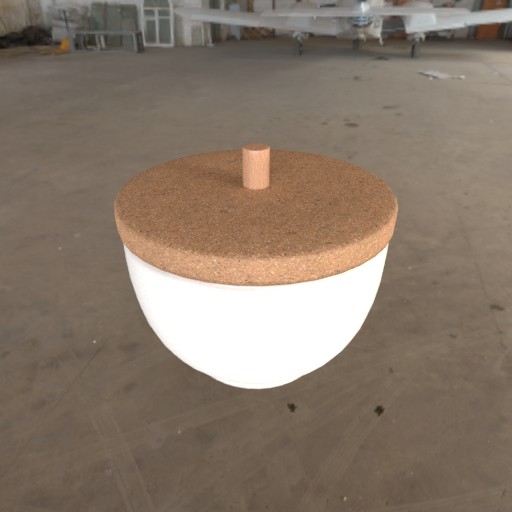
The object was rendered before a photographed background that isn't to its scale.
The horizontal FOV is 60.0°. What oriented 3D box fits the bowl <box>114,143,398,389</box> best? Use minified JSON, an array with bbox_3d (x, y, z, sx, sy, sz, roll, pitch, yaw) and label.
[{"bbox_3d":[0.000,0.000,0.221,0.126,0.110,0.126,0,30,0],"label":"bowl"}]
